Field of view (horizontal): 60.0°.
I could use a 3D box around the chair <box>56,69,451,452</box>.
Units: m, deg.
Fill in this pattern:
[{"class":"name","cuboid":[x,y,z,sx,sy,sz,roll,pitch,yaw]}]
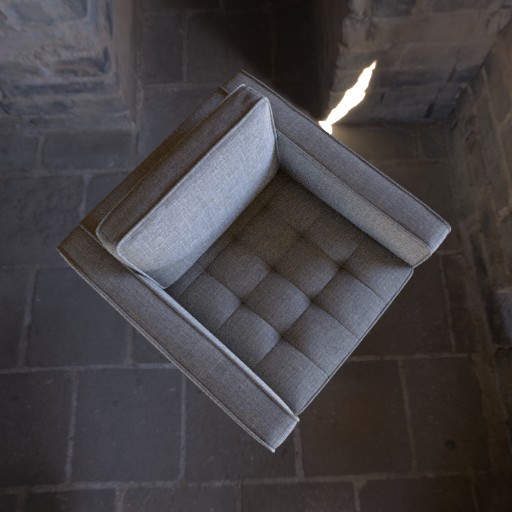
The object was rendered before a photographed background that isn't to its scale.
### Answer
[{"class":"chair","cuboid":[0.000,0.000,1.559,0.914,0.765,0.889,40,78,10]}]
